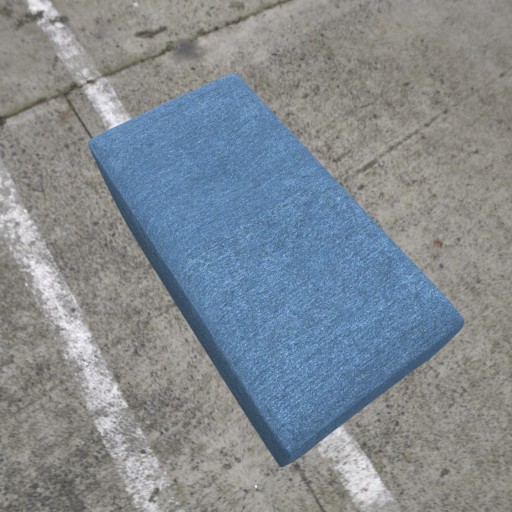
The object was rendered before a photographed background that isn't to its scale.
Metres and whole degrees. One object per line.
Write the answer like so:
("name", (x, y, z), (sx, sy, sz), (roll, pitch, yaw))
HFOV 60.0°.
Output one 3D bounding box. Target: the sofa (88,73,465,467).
("sofa", (0.000, 0.000, 1.195), (0.480, 0.470, 0.930), (-31, 67, -15))
